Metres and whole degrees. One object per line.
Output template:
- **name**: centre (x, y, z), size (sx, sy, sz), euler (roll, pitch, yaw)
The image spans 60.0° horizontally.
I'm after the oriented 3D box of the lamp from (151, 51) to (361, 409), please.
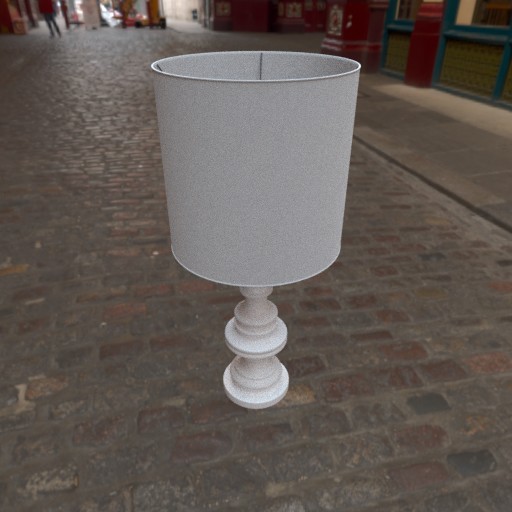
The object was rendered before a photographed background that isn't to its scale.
- **lamp**: centre (0.000, 0.000, 0.566), size (0.208, 0.455, 0.208), euler (-8, 32, -13)
